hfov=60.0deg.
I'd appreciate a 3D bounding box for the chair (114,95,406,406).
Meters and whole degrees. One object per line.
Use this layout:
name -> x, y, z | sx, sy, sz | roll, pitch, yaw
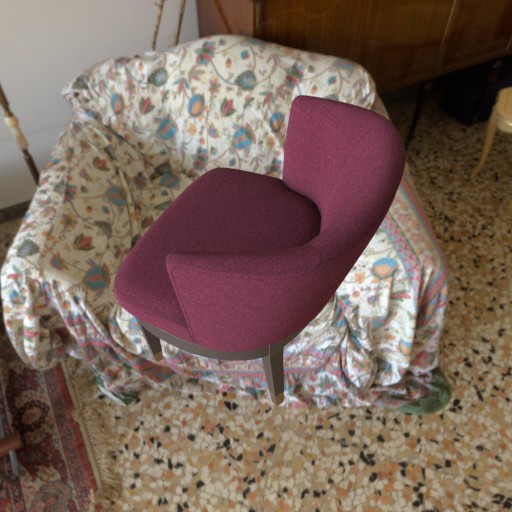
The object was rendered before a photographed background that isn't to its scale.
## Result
chair -> 0.000, 0.000, 1.299 | 0.660, 0.760, 0.700 | 19, 51, 16
